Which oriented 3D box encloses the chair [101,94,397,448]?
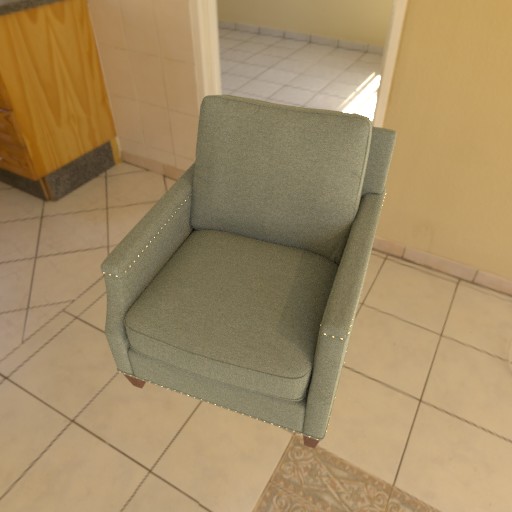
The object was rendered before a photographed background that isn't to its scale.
[{"bbox_3d":[0.000,0.000,1.822,0.885,1.031,1.031,14,43,15],"label":"chair"}]
